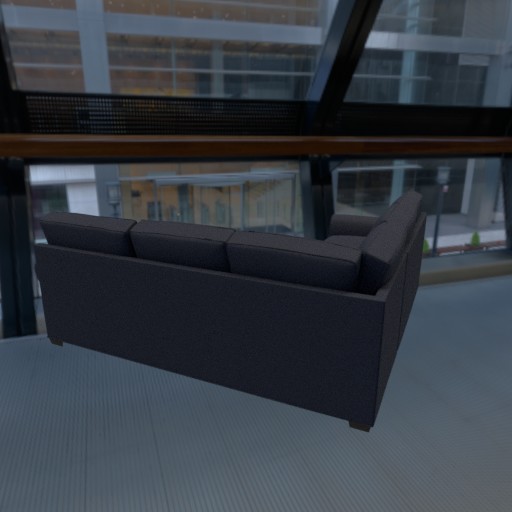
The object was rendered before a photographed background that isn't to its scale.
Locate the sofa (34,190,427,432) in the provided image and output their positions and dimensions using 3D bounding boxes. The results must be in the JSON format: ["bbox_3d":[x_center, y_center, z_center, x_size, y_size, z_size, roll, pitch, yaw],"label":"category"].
[{"bbox_3d":[0.000,0.000,3.852,2.562,1.042,2.487,8,19,24],"label":"sofa"}]
